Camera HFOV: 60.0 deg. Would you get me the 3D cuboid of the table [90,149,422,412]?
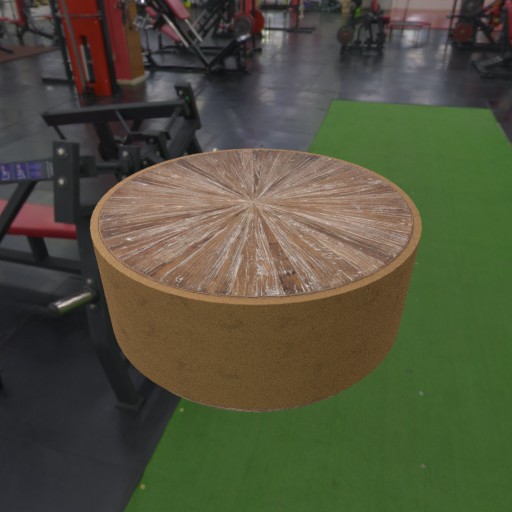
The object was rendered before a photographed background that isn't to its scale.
[{"bbox_3d":[0.000,0.000,1.510,1.001,0.409,1.001,0,33,0],"label":"table"}]
